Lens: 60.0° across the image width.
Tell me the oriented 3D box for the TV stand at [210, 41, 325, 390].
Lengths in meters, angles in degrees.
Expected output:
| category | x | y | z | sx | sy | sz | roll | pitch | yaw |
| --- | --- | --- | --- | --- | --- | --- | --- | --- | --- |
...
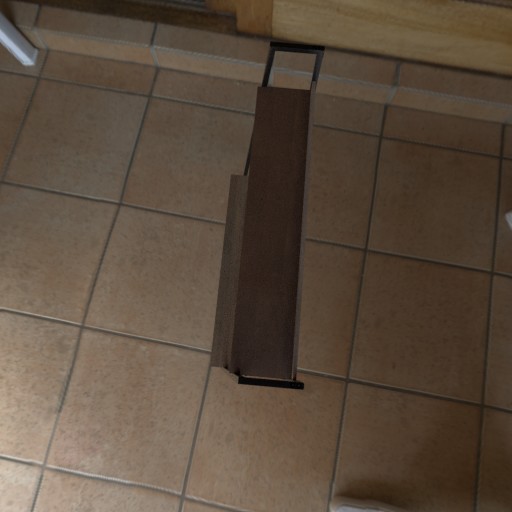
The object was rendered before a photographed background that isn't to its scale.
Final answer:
| category | x | y | z | sx | sy | sz | roll | pitch | yaw |
| --- | --- | --- | --- | --- | --- | --- | --- | --- | --- |
| TV stand | 0.000 | 0.000 | 2.388 | 0.432 | 1.772 | 1.250 | 5 | 77 | 1 |
